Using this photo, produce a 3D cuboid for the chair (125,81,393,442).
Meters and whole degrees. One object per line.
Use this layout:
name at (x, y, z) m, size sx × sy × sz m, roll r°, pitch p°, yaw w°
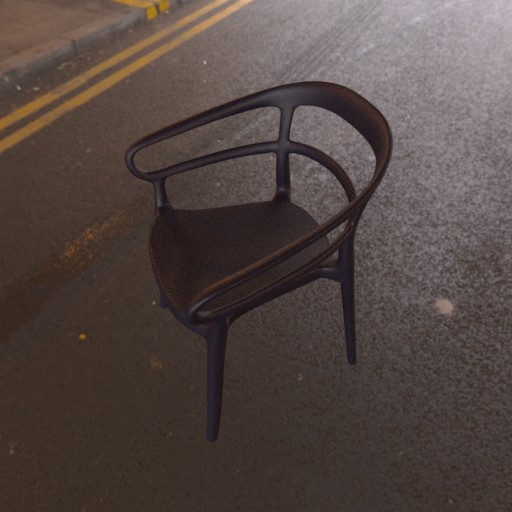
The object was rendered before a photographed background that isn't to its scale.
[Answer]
chair at (0.000, 0.000, 1.160) m, size 0.527 × 0.761 × 0.559 m, roll -17°, pitch 48°, yaw -16°
